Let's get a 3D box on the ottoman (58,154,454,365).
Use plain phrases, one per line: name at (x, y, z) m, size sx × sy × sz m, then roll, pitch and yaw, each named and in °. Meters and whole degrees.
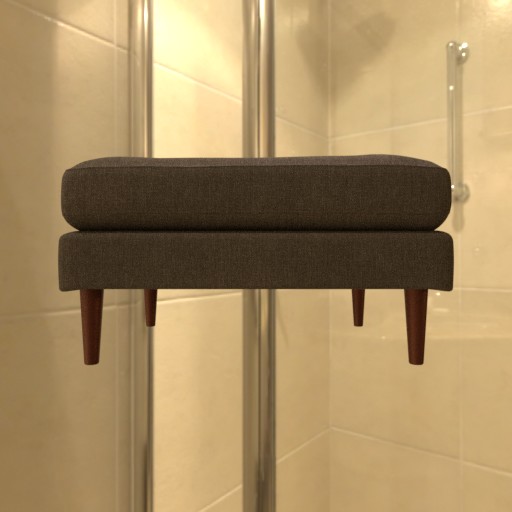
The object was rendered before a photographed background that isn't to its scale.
ottoman at (0.000, 0.000, 1.242) m, size 0.821 × 0.474 × 0.693 m, roll 0°, pitch 0°, yaw 0°
